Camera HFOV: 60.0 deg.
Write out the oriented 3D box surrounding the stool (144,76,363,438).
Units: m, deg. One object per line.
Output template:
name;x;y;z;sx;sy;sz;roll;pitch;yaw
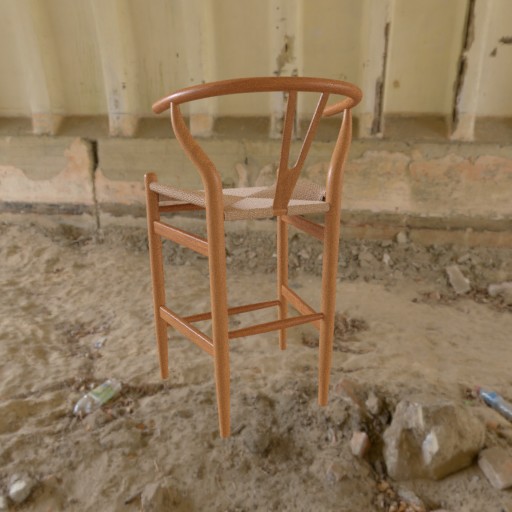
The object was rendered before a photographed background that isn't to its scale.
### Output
stool;0.000;0.000;1.362;0.569;0.970;0.579;-8;17;-26
